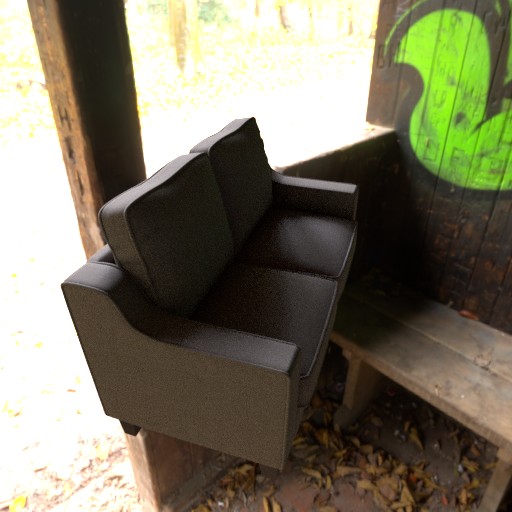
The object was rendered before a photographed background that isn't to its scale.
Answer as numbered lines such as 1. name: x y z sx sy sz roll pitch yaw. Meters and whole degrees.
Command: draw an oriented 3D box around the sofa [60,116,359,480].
1. sofa: 0.000 0.000 2.000 0.791 0.948 1.500 10 32 16
